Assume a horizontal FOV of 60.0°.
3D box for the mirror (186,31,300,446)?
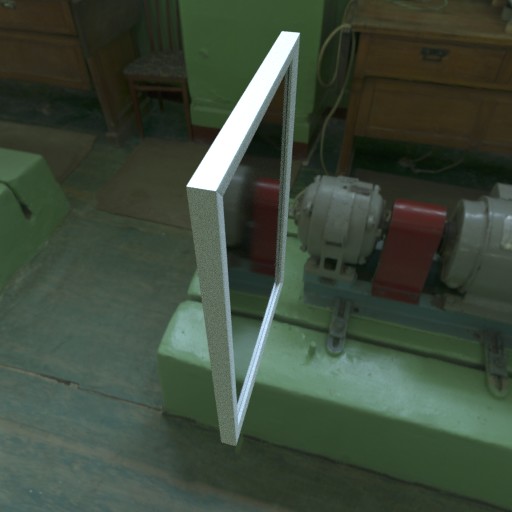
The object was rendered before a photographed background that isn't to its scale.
[{"bbox_3d":[0.000,0.000,0.919,0.040,0.710,0.507,10,46,10],"label":"mirror"}]
